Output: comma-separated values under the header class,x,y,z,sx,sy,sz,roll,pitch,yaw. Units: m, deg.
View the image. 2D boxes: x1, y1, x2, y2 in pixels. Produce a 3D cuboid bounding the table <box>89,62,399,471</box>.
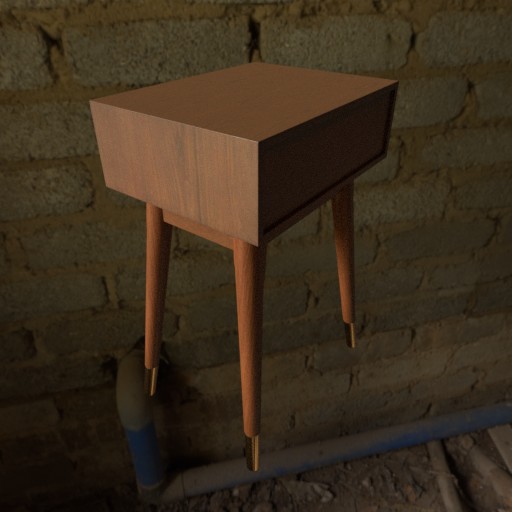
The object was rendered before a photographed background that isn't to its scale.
class,x,y,z,sx,sy,sz,roll,pitch,yaw
table,0.000,0.000,0.832,0.300,0.599,0.406,22,39,30
